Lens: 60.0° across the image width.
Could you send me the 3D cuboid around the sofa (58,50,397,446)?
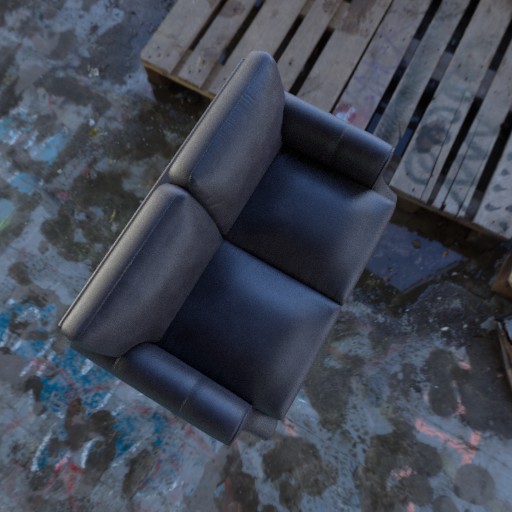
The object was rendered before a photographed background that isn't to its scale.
[{"bbox_3d":[0.000,0.000,2.261,1.030,0.979,1.663,29,77,7],"label":"sofa"}]
